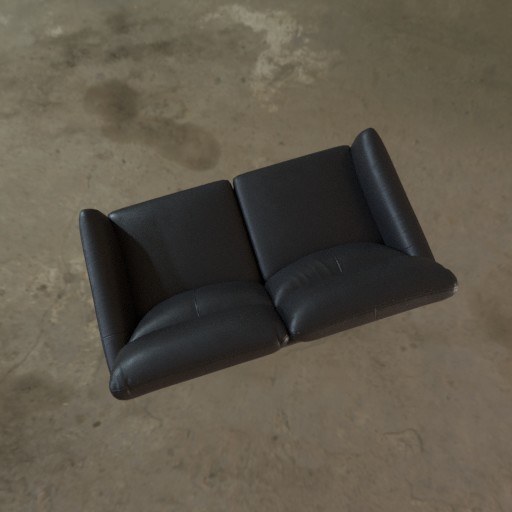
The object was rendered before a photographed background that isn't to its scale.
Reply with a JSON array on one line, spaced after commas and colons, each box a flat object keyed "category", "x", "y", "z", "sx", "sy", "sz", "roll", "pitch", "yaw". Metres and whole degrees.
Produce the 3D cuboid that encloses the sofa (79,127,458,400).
[{"category": "sofa", "x": 0.000, "y": 0.000, "z": 2.197, "sx": 1.596, "sy": 0.920, "sz": 0.958, "roll": -17, "pitch": 77, "yaw": -4}]
